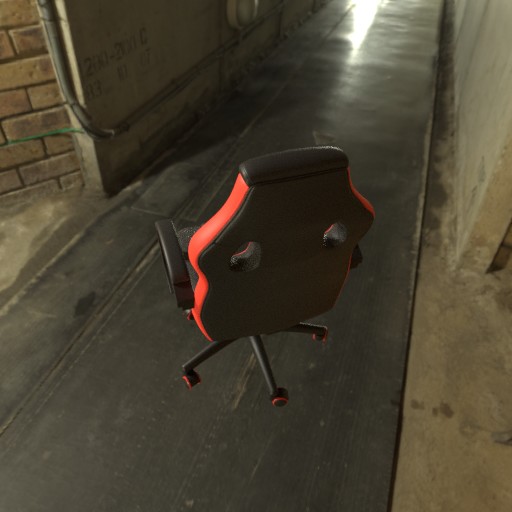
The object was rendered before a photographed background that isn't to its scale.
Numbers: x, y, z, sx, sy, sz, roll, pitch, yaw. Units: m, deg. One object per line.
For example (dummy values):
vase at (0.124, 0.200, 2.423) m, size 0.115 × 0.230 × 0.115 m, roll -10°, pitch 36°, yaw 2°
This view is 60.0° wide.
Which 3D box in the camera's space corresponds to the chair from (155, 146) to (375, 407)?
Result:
chair at (0.000, 0.000, 1.406) m, size 0.600 × 1.016 × 0.642 m, roll -13°, pitch 44°, yaw -14°
